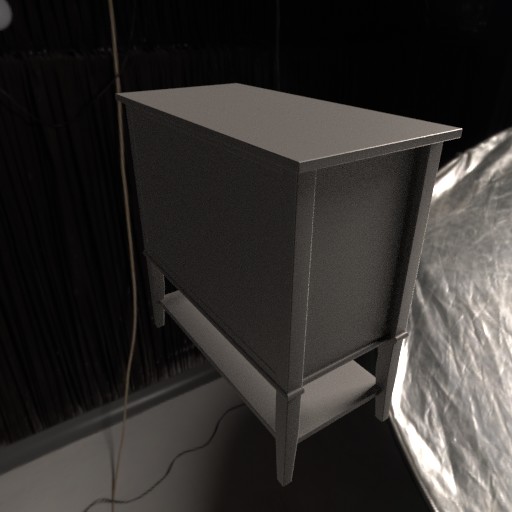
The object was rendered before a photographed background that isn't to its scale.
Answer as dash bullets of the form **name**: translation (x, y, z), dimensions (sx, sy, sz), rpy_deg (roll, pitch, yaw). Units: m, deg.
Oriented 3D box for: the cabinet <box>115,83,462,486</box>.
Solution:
- **cabinet**: translation (0.000, 0.000, 1.211), dimensions (0.396, 0.780, 0.801), rpy_deg (-18, 33, -30)
